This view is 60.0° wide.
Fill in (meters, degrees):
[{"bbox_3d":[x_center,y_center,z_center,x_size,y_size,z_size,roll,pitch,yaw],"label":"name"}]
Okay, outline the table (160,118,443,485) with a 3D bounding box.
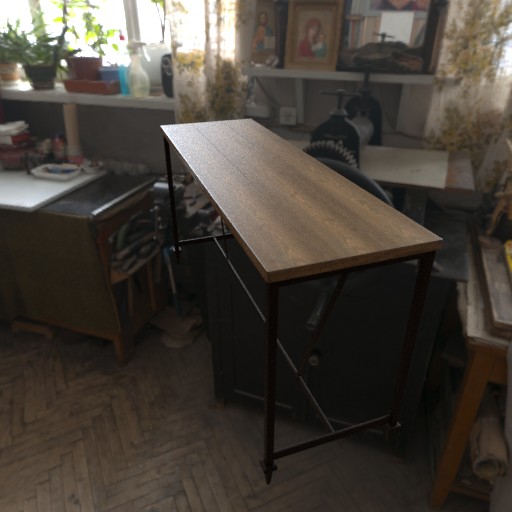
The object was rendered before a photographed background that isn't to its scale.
[{"bbox_3d":[0.000,0.000,2.120,0.551,0.902,1.700,-10,31,-17],"label":"table"}]
